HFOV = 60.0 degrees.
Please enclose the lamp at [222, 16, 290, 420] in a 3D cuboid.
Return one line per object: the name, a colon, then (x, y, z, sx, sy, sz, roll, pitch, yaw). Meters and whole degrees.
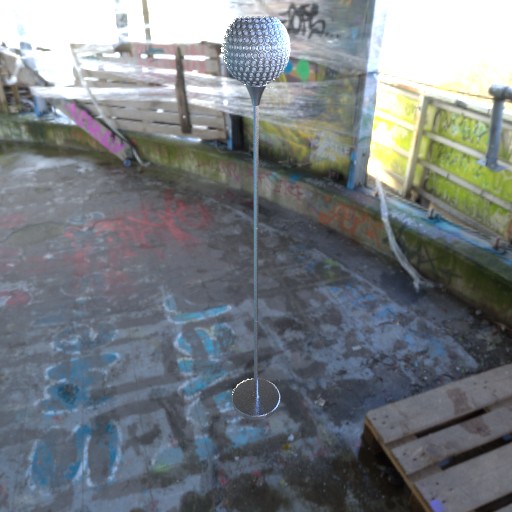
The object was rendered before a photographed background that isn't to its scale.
lamp: (0.000, 0.000, 1.900, 0.254, 1.805, 0.254, 0, 31, 0)
